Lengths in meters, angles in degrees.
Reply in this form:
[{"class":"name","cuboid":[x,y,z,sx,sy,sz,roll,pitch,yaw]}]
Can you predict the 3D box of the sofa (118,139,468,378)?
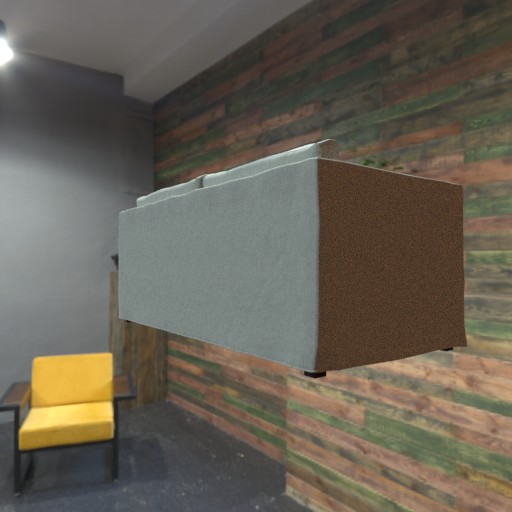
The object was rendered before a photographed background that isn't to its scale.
[{"class":"sofa","cuboid":[0.000,0.000,2.510,0.940,0.870,1.987,1,-1,-36]}]
